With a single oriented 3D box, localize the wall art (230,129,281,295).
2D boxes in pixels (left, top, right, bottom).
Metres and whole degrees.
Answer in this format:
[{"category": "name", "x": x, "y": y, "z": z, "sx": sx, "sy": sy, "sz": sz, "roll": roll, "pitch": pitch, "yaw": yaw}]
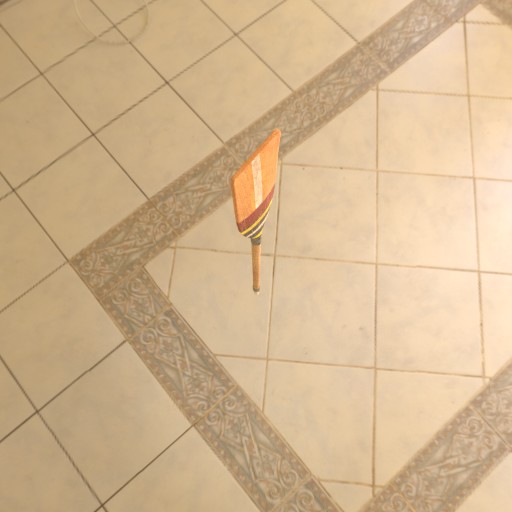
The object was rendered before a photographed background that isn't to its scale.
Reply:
[{"category": "wall art", "x": 0.000, "y": 0.000, "z": 1.619, "sx": 0.038, "sy": 1.556, "sz": 0.146, "roll": 39, "pitch": 78, "yaw": 9}]
